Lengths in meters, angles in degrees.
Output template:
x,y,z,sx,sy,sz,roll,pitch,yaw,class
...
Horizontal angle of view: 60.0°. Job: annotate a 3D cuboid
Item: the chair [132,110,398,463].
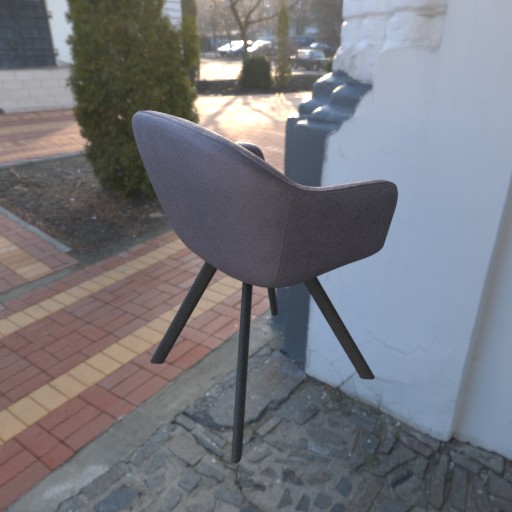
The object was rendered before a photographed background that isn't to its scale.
x,y,z,sx,sy,sz,roll,pitch,yaw,class
0.000,0.000,1.193,0.544,0.781,0.567,-18,31,-33,chair
